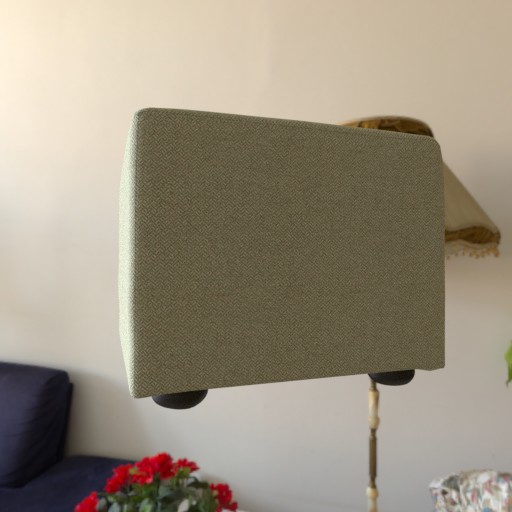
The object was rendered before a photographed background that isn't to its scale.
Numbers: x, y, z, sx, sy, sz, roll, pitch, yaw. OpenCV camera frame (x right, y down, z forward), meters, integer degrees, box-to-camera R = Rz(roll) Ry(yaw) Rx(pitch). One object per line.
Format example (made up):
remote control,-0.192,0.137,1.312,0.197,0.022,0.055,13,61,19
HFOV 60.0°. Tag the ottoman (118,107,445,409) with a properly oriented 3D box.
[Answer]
ottoman,0.000,0.000,0.898,0.521,0.453,0.512,0,0,-19
